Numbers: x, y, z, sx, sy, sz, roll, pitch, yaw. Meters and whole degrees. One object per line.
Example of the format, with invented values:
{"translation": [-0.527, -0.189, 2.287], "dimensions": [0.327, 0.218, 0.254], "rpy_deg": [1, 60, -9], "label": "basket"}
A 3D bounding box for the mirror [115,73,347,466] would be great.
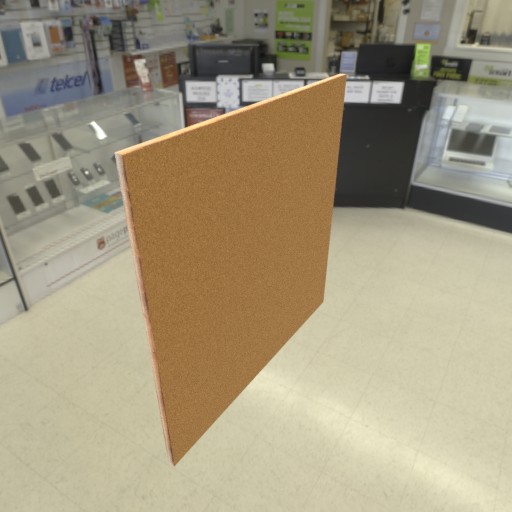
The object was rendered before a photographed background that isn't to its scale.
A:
{"translation": [0.000, 0.000, 1.187], "dimensions": [0.061, 0.804, 0.804], "rpy_deg": [20, 37, 29], "label": "mirror"}
